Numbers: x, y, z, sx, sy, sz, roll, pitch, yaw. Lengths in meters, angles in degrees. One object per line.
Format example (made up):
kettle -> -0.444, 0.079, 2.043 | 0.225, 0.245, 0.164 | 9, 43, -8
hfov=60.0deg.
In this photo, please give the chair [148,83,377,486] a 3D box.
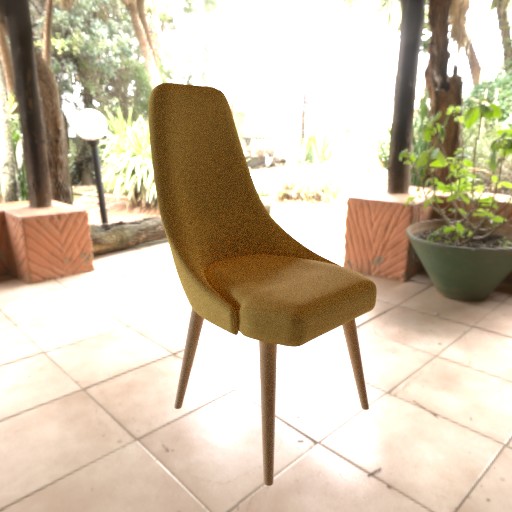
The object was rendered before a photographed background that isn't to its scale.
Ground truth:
chair -> 0.000, 0.000, 1.375 | 0.510, 1.040, 0.660 | -15, 21, -43
